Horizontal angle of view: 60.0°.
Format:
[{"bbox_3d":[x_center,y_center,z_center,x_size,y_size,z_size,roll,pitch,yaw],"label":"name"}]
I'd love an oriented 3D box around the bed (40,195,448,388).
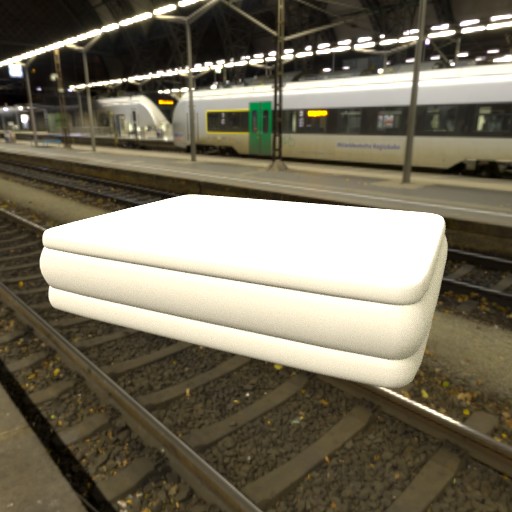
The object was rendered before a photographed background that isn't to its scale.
[{"bbox_3d":[0.000,0.000,2.613,2.036,0.460,1.520,8,18,24],"label":"bed"}]
